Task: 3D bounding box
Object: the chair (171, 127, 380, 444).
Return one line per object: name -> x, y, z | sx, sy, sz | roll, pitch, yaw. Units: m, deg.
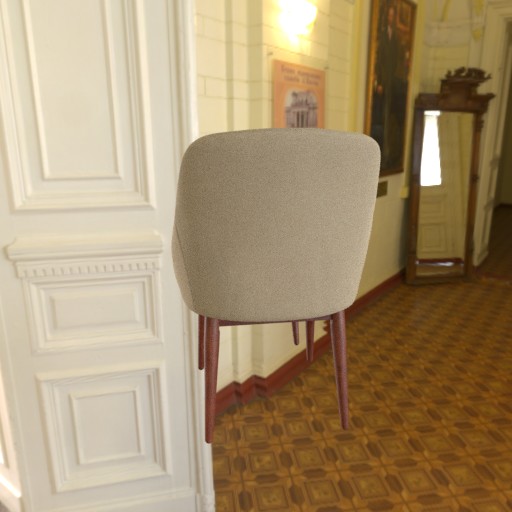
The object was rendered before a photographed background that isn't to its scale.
chair -> 0.000, 0.000, 1.606 | 0.584, 0.866, 1.114 | -2, 15, -8
